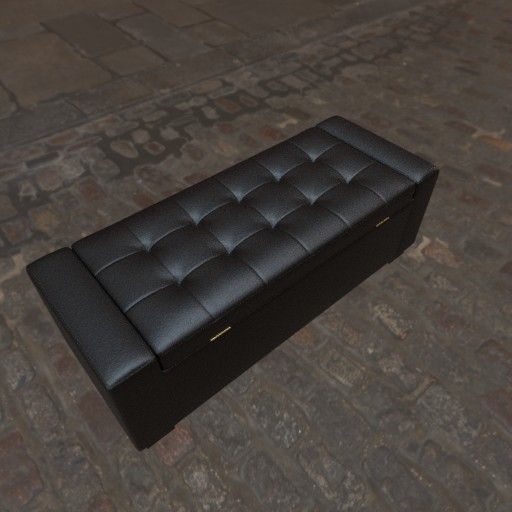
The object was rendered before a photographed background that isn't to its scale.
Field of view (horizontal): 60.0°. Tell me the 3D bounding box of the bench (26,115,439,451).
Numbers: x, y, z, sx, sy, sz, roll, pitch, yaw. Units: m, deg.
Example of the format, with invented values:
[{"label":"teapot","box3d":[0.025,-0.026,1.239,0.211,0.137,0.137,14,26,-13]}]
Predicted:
[{"label":"bench","box3d":[0.000,0.000,1.548,1.296,0.445,0.508,-32,54,-27]}]
